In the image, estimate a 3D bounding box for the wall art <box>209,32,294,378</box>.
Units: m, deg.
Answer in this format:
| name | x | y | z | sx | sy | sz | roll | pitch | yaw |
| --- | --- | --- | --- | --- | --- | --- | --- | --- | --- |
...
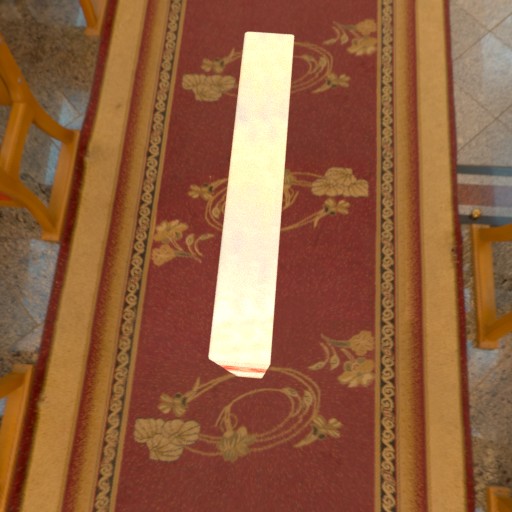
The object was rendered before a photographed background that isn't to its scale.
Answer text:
| name | x | y | z | sx | sy | sz | roll | pitch | yaw |
| --- | --- | --- | --- | --- | --- | --- | --- | --- | --- |
| wall art | 0.000 | 0.000 | 0.491 | 0.039 | 0.380 | 0.251 | 5 | 73 | 1 |
